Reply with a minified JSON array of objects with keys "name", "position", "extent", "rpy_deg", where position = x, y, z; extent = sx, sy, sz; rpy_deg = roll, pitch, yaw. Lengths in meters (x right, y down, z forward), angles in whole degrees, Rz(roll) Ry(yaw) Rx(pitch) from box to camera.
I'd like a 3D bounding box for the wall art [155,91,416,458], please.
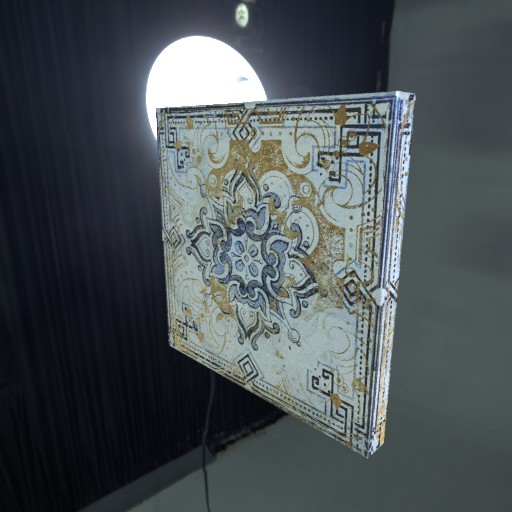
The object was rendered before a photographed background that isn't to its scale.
[{"name":"wall art","position":[0.000,0.000,0.622],"extent":[0.411,0.410,0.038],"rpy_deg":[15,22,43]}]
